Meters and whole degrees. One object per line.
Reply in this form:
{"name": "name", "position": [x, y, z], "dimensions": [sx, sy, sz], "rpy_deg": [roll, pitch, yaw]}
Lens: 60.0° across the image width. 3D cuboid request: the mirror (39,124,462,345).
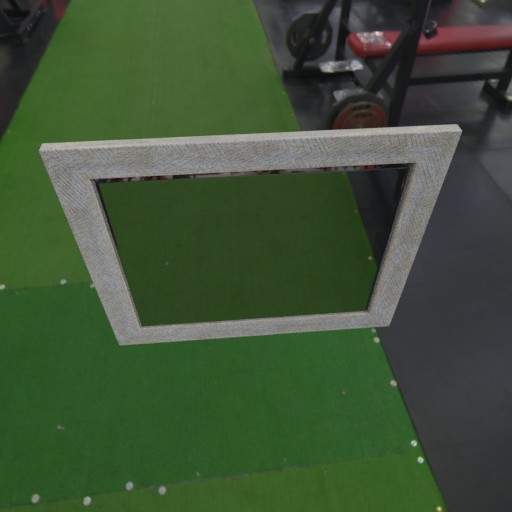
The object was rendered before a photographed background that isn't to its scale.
{"name": "mirror", "position": [0.000, 0.000, 1.131], "dimensions": [0.839, 0.689, 0.028], "rpy_deg": [-3, 46, -3]}
